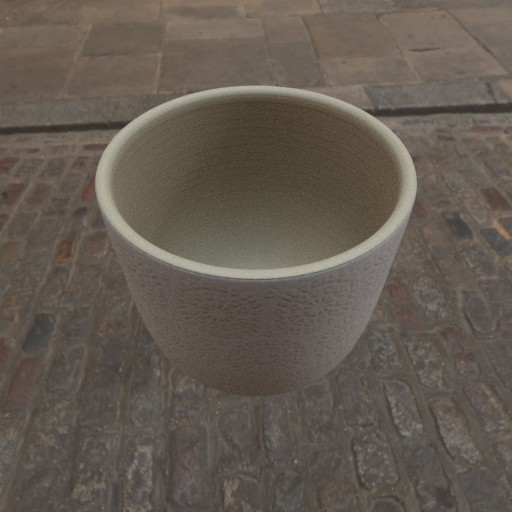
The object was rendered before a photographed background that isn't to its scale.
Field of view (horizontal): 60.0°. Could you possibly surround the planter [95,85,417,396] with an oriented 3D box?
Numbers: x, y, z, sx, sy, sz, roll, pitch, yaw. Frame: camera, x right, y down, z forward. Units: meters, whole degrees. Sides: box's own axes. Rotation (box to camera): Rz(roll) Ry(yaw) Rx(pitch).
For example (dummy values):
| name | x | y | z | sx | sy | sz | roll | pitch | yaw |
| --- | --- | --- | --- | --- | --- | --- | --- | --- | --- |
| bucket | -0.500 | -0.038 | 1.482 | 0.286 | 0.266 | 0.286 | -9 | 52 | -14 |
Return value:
| name | x | y | z | sx | sy | sz | roll | pitch | yaw |
| --- | --- | --- | --- | --- | --- | --- | --- | --- | --- |
| planter | 0.000 | 0.000 | 0.363 | 0.208 | 0.190 | 0.208 | 0 | 47 | 0 |
